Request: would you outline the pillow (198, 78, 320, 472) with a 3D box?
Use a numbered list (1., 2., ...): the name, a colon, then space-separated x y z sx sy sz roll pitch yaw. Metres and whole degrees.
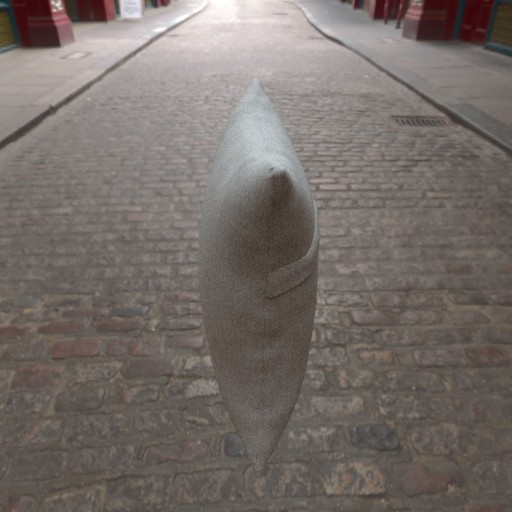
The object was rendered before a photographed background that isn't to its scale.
1. pillow: 0.000 0.000 0.672 0.173 0.436 0.433 -1 32 -2
